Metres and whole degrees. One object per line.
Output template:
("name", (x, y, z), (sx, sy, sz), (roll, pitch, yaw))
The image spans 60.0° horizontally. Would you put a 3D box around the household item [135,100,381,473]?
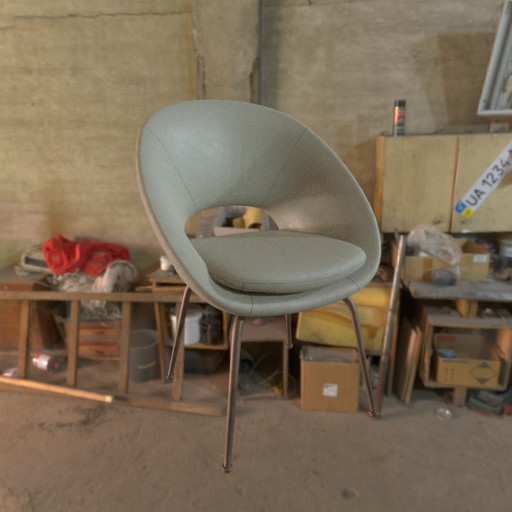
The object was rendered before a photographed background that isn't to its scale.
("household item", (0.000, 0.000, 1.244), (0.623, 0.852, 0.573), (-8, 18, -26))
